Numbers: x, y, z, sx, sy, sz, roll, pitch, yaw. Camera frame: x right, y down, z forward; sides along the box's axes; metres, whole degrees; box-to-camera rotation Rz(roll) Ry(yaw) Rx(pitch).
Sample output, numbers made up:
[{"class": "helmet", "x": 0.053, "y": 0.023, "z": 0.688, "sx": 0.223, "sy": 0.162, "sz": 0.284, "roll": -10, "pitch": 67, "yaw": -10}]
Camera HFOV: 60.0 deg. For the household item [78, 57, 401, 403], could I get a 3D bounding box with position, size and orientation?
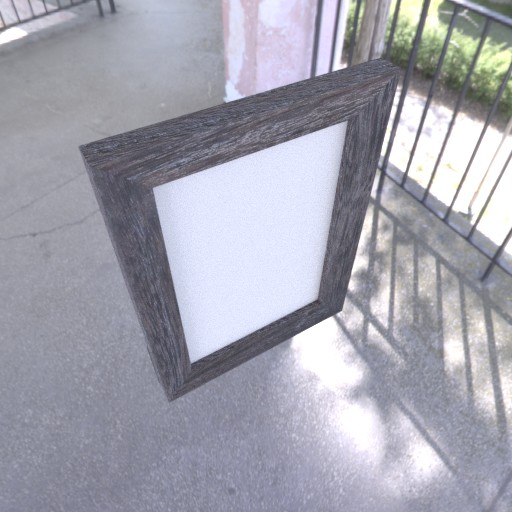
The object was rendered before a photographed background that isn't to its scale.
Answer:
[{"class": "household item", "x": 0.000, "y": 0.000, "z": 0.280, "sx": 0.160, "sy": 0.210, "sz": 0.020, "roll": -24, "pitch": 52, "yaw": -20}]
